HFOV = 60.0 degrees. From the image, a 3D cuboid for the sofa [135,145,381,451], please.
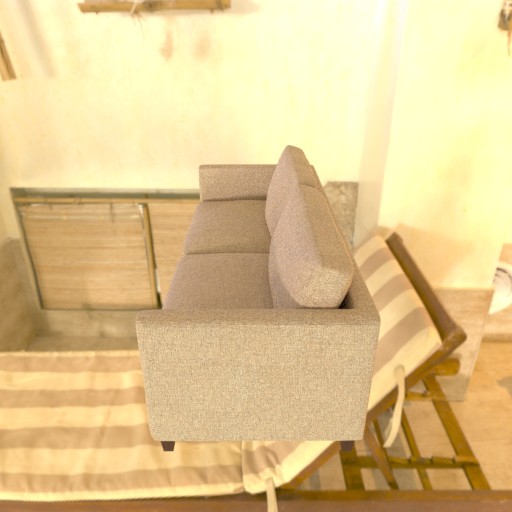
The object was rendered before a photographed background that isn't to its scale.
[{"bbox_3d":[0.000,0.000,2.726,0.951,0.965,2.208,0,27,0],"label":"sofa"}]
